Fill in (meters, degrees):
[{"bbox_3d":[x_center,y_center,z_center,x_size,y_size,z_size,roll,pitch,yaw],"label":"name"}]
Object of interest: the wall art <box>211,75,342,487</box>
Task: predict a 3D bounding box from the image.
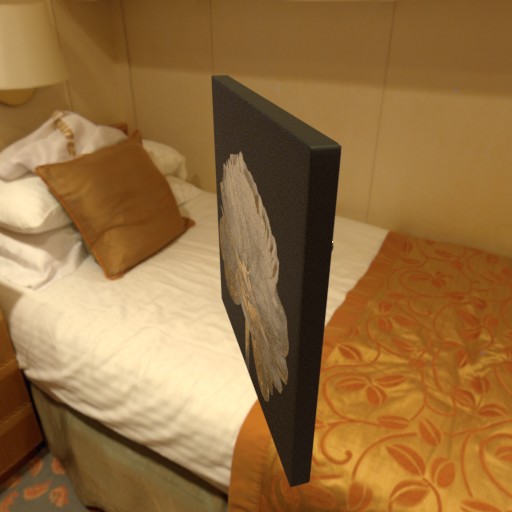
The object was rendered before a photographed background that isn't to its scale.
[{"bbox_3d":[0.000,0.000,0.897,0.043,0.611,0.610,-8,30,-13],"label":"wall art"}]
